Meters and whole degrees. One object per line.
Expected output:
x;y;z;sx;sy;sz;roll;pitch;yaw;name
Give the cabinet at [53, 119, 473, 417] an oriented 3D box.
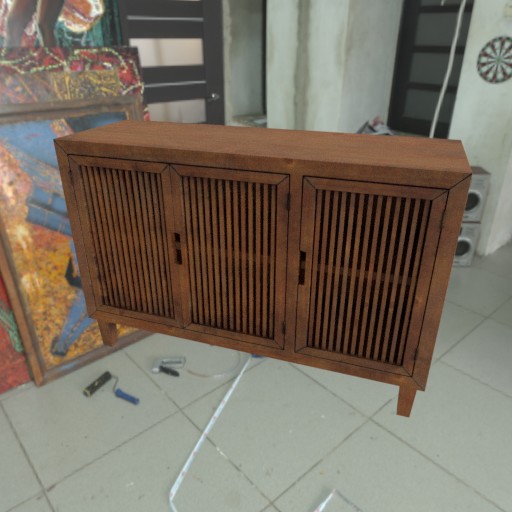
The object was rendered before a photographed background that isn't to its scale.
0.000;0.000;1.554;1.204;0.805;0.403;9;27;17;cabinet
